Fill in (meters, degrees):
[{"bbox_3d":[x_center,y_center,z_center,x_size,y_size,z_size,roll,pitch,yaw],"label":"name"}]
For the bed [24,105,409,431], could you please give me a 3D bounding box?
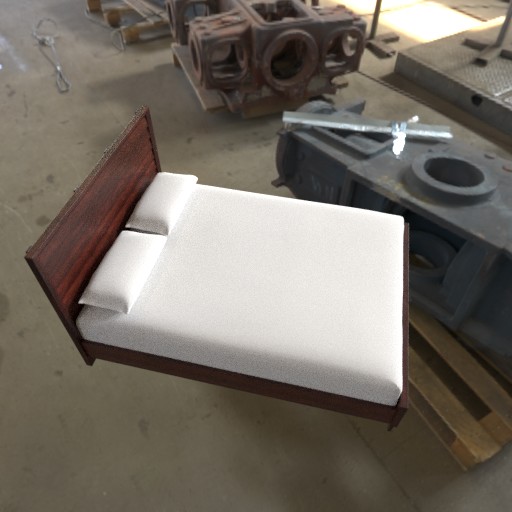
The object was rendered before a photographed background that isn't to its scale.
[{"bbox_3d":[0.000,0.000,3.984,2.803,1.492,2.040,10,49,9],"label":"bed"}]
